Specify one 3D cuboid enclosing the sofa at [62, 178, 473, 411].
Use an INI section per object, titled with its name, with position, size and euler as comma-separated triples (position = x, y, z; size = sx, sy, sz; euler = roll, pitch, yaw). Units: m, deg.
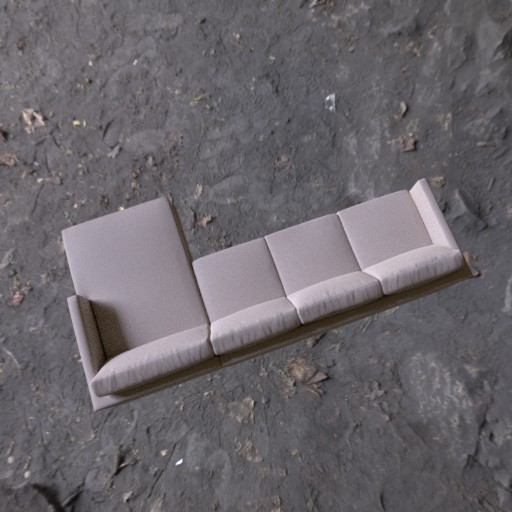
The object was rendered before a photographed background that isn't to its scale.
[sofa]
position = 0.000, 0.000, 3.893
size = 3.206, 0.871, 1.622
euler = -19, 76, -5
